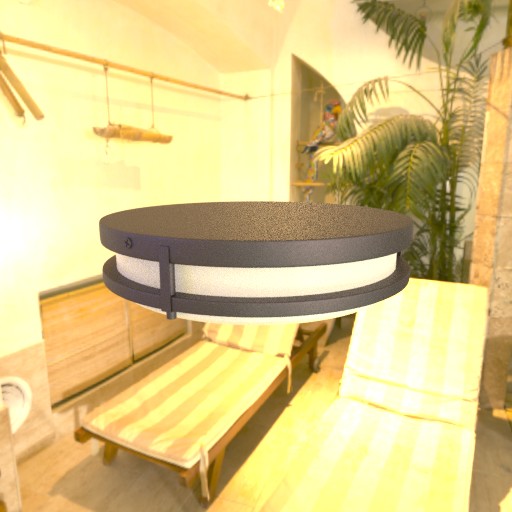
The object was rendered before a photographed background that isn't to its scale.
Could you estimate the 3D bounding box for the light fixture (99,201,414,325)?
[{"bbox_3d":[0.000,0.000,0.538,0.356,0.102,0.356,0,12,0],"label":"light fixture"}]
